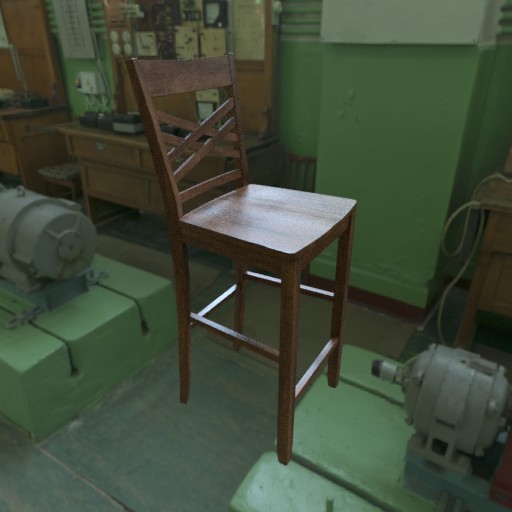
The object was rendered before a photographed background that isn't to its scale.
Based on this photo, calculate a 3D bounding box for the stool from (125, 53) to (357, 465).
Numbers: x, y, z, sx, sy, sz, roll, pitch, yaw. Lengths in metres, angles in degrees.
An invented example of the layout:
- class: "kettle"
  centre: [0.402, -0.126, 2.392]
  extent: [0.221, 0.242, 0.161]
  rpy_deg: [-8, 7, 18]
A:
- class: "stool"
  centre: [0.000, 0.000, 1.348]
  extent: [0.487, 1.105, 0.433]
  rpy_deg: [15, 30, 28]
